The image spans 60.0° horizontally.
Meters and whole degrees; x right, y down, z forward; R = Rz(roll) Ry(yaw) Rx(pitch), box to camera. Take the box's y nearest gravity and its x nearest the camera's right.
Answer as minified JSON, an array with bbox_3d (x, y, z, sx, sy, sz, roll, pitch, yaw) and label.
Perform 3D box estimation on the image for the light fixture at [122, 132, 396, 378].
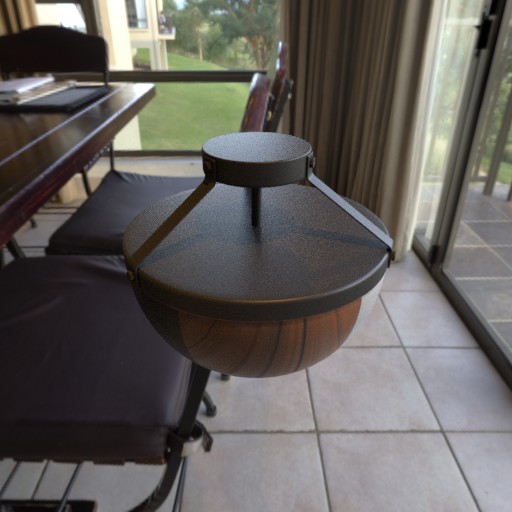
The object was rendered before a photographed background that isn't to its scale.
[{"bbox_3d":[0.000,0.000,0.536,0.304,0.269,0.304,0,30,0],"label":"light fixture"}]
